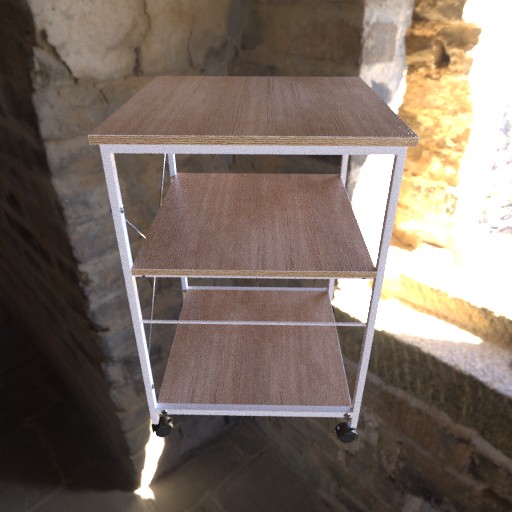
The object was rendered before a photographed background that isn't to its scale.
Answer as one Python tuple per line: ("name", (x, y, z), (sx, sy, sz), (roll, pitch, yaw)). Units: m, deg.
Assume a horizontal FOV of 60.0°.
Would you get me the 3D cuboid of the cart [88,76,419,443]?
("cart", (0.000, 0.000, 1.115), (0.520, 0.762, 0.521), (1, 32, 1))
